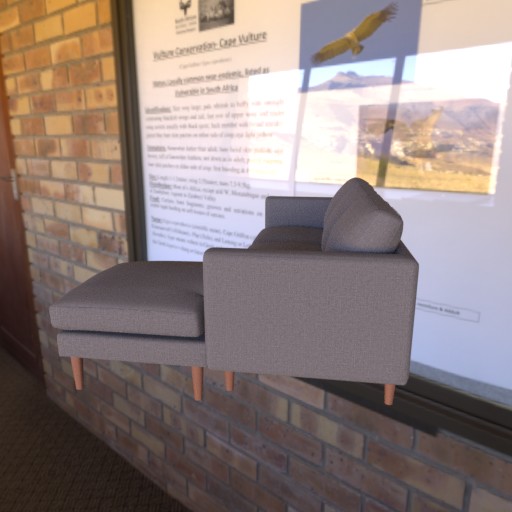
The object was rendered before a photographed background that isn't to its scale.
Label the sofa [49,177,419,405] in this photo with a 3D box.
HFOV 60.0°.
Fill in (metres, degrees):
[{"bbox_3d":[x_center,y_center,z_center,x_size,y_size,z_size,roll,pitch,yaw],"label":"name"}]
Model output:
[{"bbox_3d":[0.000,0.000,2.834,1.591,0.897,2.031,2,14,9],"label":"sofa"}]
